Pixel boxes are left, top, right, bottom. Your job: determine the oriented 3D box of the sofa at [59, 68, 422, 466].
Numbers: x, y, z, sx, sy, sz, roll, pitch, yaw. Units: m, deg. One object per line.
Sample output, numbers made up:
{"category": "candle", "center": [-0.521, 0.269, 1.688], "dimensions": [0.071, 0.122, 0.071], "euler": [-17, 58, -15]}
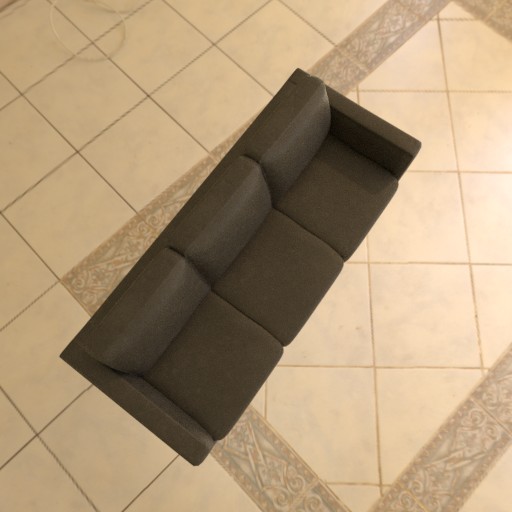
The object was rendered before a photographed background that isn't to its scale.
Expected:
{"category": "sofa", "center": [0.000, 0.000, 2.493], "dimensions": [0.879, 0.899, 2.029], "euler": [35, 77, 9]}
